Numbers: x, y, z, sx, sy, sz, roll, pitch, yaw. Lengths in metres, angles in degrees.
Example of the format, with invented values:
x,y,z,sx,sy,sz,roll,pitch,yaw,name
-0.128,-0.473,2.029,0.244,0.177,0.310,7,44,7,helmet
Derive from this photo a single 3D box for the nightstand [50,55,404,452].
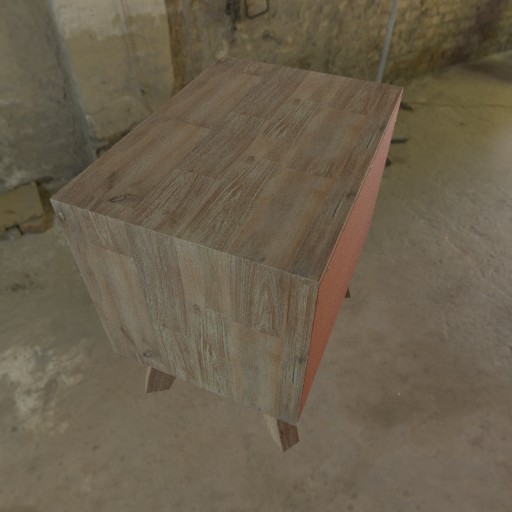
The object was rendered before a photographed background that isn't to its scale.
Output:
x,y,z,sx,sy,sz,roll,pitch,yaw,name
0.000,0.000,0.957,0.396,0.589,0.552,17,48,16,nightstand
